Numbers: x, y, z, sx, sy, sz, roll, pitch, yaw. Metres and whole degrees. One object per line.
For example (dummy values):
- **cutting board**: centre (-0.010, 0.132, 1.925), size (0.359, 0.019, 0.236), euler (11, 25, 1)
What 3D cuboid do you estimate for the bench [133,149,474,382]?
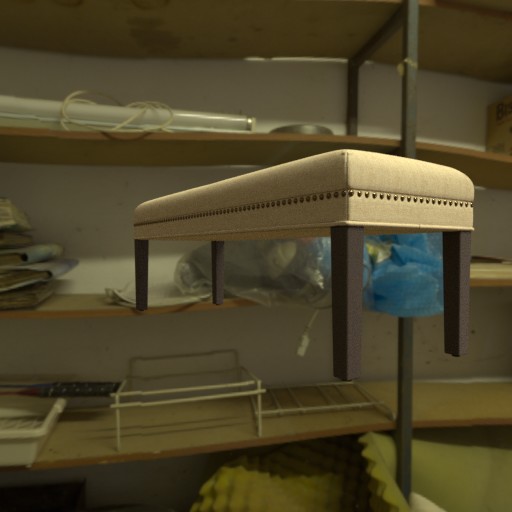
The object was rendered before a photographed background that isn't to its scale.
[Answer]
- **bench**: centre (0.000, 0.000, 1.417), size (0.410, 0.457, 1.219), euler (0, 1, -33)
